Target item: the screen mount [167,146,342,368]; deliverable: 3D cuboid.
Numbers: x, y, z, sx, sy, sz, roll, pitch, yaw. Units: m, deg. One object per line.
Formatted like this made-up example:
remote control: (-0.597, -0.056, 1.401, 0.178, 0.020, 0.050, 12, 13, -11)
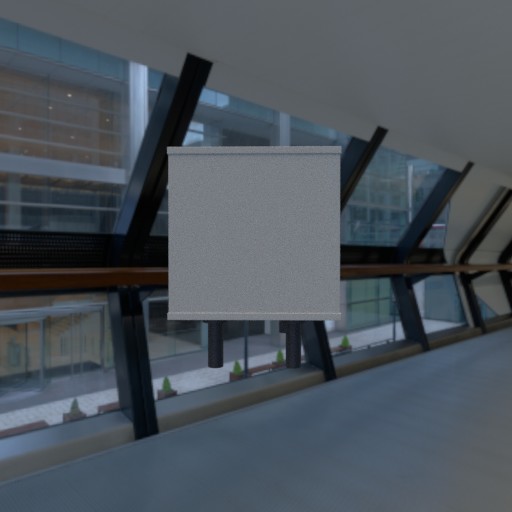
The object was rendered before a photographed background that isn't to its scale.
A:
screen mount: (0.000, 0.000, 1.819, 0.418, 0.520, 1.600, 0, 1, 1)
